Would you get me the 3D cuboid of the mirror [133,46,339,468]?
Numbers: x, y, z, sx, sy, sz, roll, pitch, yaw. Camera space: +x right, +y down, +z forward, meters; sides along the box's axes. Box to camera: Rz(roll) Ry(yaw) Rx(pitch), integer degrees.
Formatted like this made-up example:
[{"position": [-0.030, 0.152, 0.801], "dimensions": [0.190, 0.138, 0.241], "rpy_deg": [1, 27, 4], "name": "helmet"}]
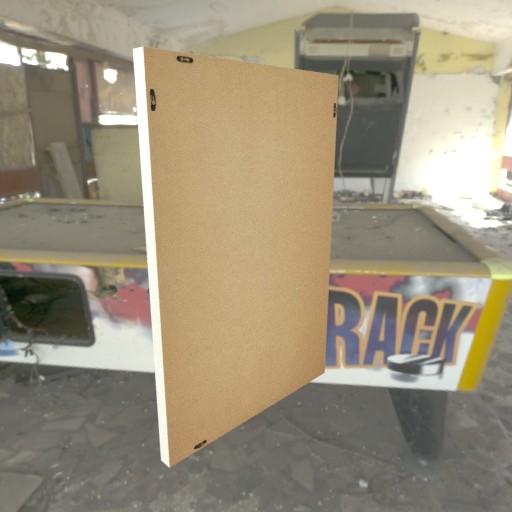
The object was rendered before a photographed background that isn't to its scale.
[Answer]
[{"position": [0.000, 0.000, 1.143], "dimensions": [0.609, 0.914, 0.041], "rpy_deg": [-15, 22, -43], "name": "mirror"}]
